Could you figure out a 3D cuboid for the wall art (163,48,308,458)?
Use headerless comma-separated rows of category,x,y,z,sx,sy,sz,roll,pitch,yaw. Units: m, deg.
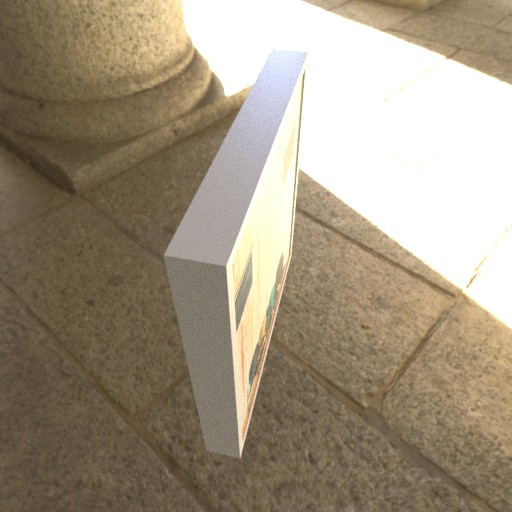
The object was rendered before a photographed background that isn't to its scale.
wall art,0.000,0.000,0.465,0.038,0.305,0.305,10,47,9
